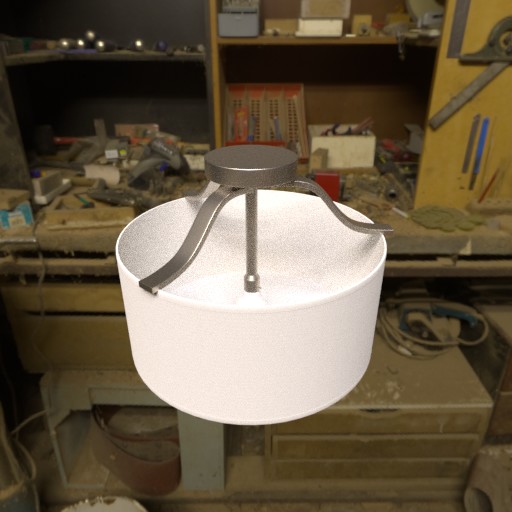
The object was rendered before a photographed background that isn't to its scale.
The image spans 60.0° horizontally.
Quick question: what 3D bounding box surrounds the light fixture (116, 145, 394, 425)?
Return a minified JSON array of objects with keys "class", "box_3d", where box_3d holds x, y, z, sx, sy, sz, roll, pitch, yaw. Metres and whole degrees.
[{"class":"light fixture","box_3d":[0.000,0.000,0.664,0.395,0.304,0.395,0,28,0]}]
